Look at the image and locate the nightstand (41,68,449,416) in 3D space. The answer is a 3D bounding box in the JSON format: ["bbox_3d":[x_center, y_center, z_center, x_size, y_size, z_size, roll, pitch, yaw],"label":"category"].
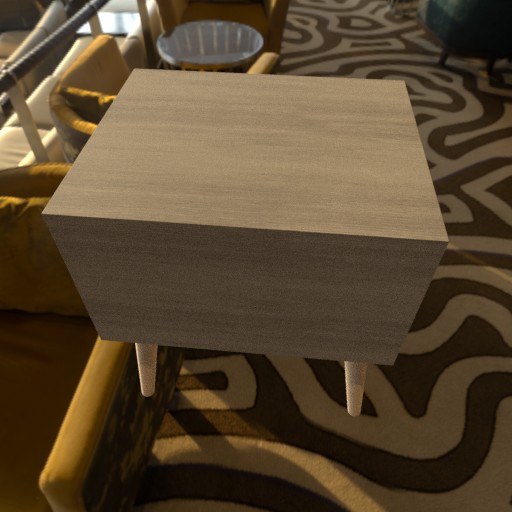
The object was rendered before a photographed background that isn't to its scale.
[{"bbox_3d":[0.000,0.000,0.798,0.450,0.500,0.380,4,47,4],"label":"nightstand"}]
